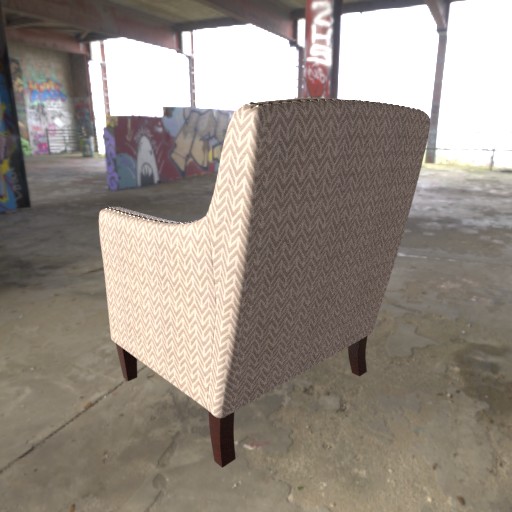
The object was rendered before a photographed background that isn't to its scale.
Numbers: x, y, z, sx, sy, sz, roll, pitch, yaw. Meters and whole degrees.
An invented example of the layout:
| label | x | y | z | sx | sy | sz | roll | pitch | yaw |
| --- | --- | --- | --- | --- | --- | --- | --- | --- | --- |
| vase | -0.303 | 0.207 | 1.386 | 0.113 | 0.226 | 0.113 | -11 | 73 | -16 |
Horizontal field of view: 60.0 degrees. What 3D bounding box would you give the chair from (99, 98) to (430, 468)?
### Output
| label | x | y | z | sx | sy | sz | roll | pitch | yaw |
| --- | --- | --- | --- | --- | --- | --- | --- | --- | --- |
| chair | 0.000 | 0.000 | 1.251 | 0.623 | 0.816 | 0.651 | -15 | 23 | -41 |
